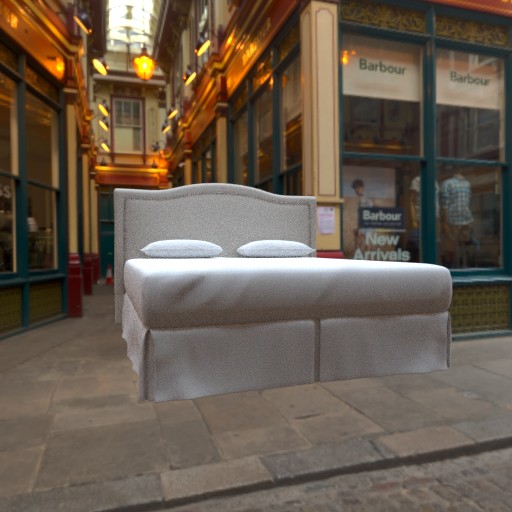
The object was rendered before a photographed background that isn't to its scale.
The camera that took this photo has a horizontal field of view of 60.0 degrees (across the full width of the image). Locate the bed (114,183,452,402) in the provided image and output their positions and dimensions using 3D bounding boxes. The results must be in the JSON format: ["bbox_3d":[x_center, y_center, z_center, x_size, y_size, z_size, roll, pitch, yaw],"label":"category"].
[{"bbox_3d":[0.000,0.000,3.493,2.083,1.421,2.182,0,1,-19],"label":"bed"}]
